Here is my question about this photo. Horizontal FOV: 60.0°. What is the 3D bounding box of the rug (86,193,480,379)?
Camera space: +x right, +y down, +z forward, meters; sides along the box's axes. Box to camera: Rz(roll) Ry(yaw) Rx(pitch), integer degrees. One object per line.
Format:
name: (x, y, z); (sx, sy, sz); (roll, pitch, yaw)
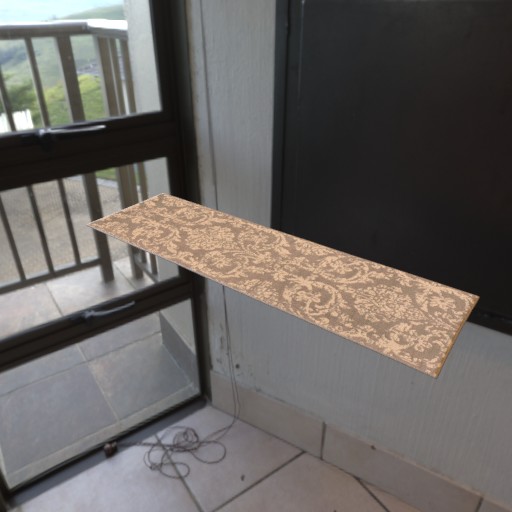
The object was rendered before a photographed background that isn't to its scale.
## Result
rug: (0.000, 0.000, 2.471); (2.196, 0.011, 0.662); (21, 36, 31)
